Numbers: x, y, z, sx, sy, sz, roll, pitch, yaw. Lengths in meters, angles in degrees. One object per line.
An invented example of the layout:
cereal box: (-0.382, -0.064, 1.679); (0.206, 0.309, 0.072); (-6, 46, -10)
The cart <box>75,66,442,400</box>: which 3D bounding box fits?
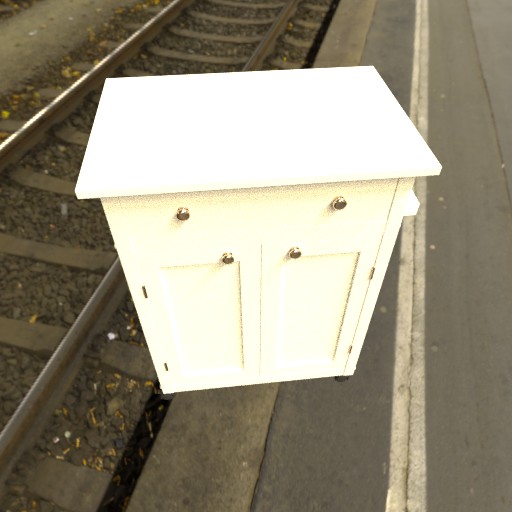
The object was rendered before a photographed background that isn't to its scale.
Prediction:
cart: (0.000, 0.000, 1.262); (0.683, 0.864, 0.442); (-4, 46, -4)
